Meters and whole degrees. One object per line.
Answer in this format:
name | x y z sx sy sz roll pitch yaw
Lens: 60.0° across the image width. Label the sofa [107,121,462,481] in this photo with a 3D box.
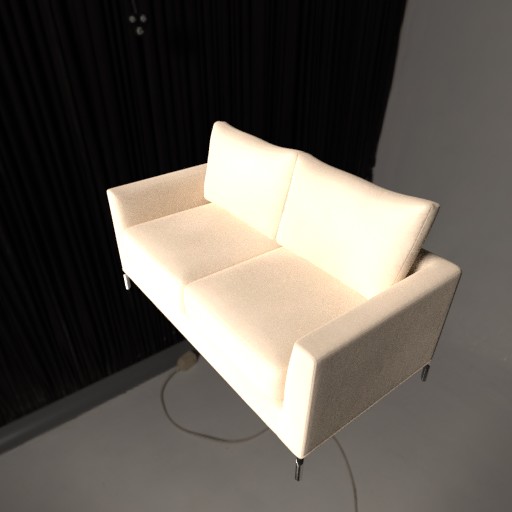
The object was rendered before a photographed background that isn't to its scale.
sofa | 0.000 0.000 2.329 0.906 0.995 1.739 -22 38 -31
